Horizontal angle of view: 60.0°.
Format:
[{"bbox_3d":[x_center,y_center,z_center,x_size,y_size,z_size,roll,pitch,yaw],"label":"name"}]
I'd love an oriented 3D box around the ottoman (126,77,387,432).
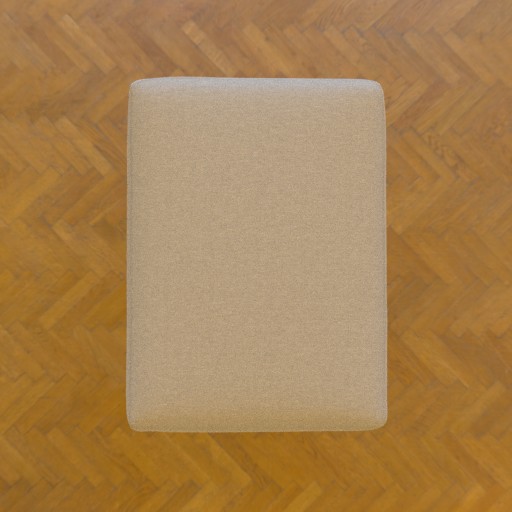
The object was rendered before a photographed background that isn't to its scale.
[{"bbox_3d":[0.000,0.000,1.141,0.574,0.497,0.773,0,89,-1],"label":"ottoman"}]
